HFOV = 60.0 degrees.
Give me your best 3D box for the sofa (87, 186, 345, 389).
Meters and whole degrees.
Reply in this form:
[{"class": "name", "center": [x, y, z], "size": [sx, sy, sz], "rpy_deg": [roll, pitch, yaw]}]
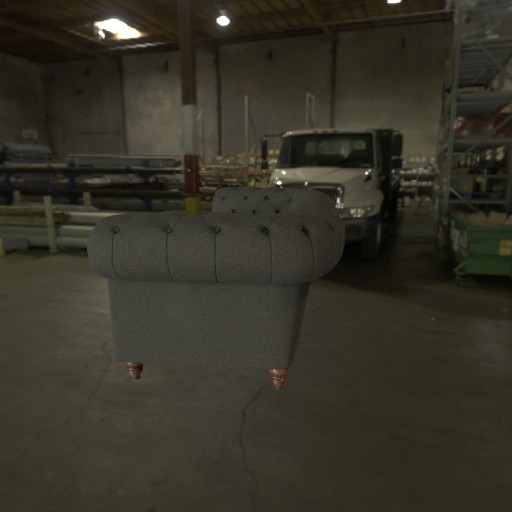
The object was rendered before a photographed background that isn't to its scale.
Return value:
[{"class": "sofa", "center": [0.000, 0.000, 2.748], "size": [0.991, 0.762, 2.362], "rpy_deg": [2, 12, 7]}]
